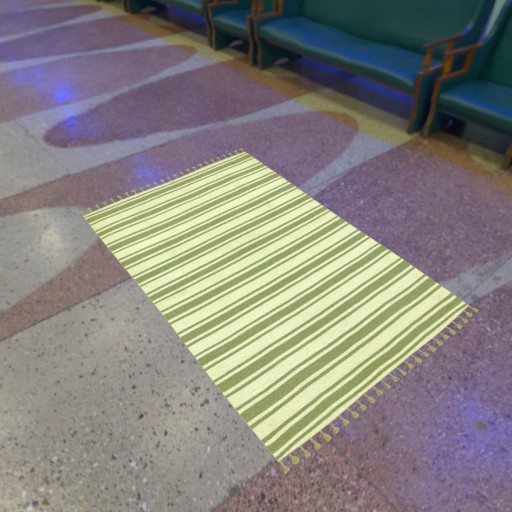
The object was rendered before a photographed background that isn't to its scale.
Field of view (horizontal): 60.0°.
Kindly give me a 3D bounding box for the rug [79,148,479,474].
[{"bbox_3d":[0.000,0.000,3.018,1.540,0.018,2.435,-28,50,-26],"label":"rug"}]
